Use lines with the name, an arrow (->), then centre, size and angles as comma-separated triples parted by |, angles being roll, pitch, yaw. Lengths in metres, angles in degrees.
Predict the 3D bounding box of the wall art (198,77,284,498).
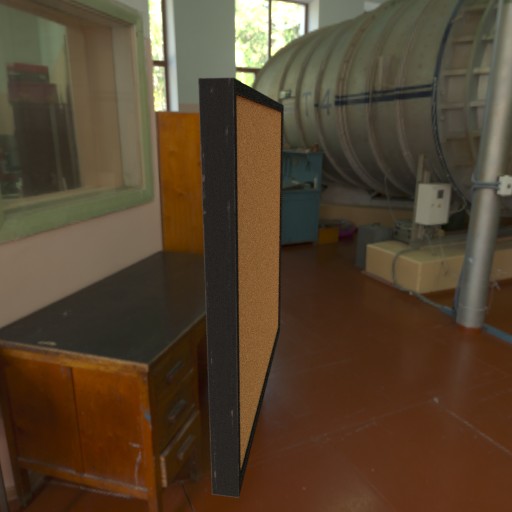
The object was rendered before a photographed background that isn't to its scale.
wall art -> 0.000, 0.000, 0.746 | 0.036, 0.506, 0.506 | 2, 16, 9
